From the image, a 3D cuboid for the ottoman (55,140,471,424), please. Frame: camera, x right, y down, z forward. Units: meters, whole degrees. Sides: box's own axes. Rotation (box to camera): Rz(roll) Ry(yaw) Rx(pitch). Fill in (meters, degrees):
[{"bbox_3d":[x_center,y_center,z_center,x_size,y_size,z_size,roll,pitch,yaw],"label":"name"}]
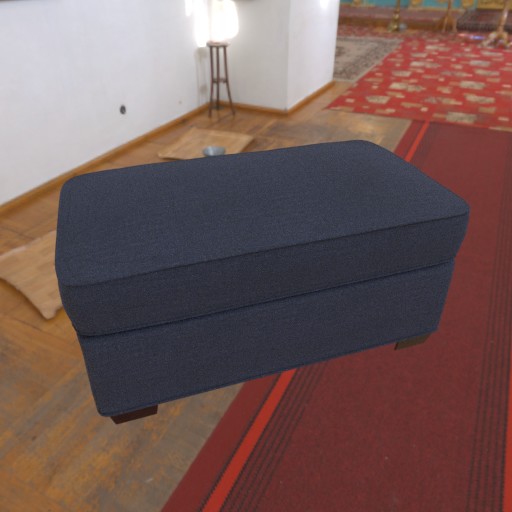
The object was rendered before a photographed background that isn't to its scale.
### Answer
[{"bbox_3d":[0.000,0.000,1.157,0.895,0.453,0.505,-10,35,-15],"label":"ottoman"}]
